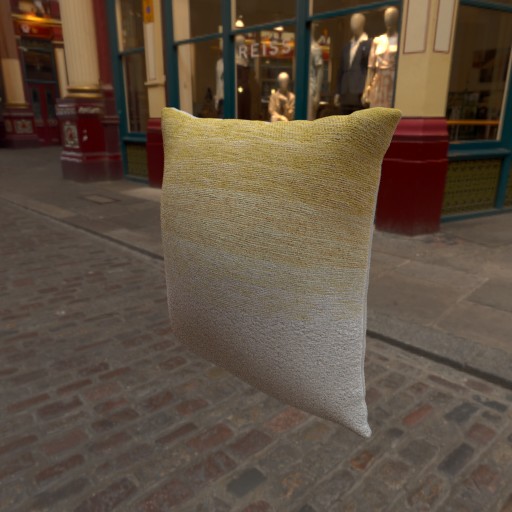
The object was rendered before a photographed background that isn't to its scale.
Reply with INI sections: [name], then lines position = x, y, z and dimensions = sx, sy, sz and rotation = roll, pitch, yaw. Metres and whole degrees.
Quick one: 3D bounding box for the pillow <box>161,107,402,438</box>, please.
[pillow]
position = 0.000, 0.000, 0.706
dimensions = 0.450, 0.450, 0.211
rotation = 16, 24, 41
